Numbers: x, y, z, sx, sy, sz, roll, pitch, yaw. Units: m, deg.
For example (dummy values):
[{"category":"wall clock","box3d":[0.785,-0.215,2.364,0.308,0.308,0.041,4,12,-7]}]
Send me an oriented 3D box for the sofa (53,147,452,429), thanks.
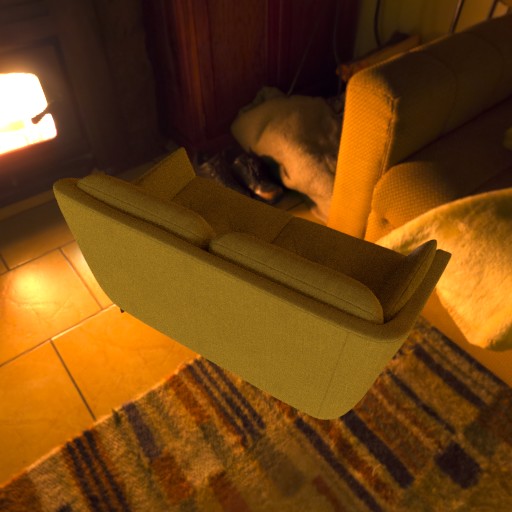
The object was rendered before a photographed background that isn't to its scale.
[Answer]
[{"category":"sofa","box3d":[0.000,0.000,2.200,1.652,0.888,0.965,24,51,21]}]
